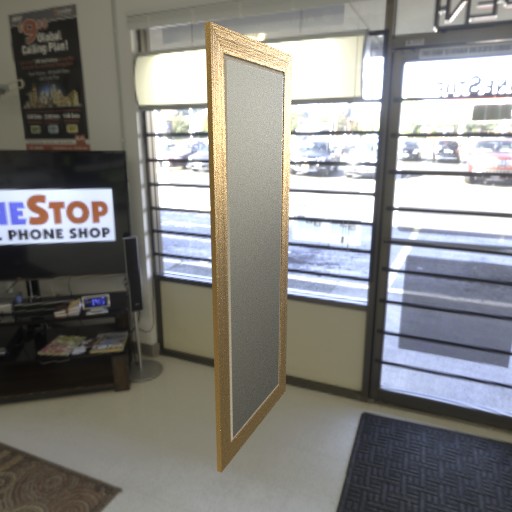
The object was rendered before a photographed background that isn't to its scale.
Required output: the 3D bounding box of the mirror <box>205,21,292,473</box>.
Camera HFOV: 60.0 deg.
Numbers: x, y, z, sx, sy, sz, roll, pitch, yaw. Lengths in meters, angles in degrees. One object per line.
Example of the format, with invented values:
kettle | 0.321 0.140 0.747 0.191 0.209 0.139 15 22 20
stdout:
mirror | 0.000 0.000 2.292 0.025 2.031 0.812 8 17 26
